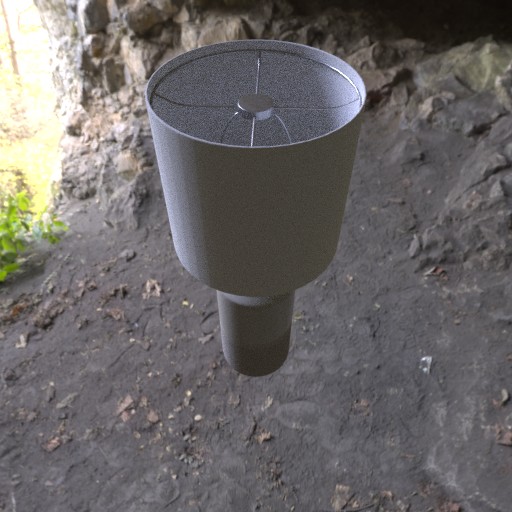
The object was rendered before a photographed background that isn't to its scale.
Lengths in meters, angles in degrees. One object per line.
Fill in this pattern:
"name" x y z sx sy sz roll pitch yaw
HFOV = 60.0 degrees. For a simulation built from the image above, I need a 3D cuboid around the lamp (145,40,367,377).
"lamp" 0.000 0.000 0.611 0.212 0.493 0.212 2 48 2
